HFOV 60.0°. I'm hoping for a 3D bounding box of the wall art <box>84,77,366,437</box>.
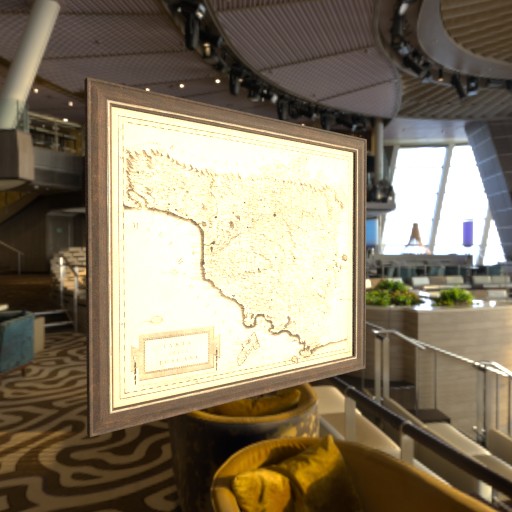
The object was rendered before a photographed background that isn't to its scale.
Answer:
[{"bbox_3d":[0.000,0.000,1.395,1.033,0.875,0.023,-1,1,-37],"label":"wall art"}]
